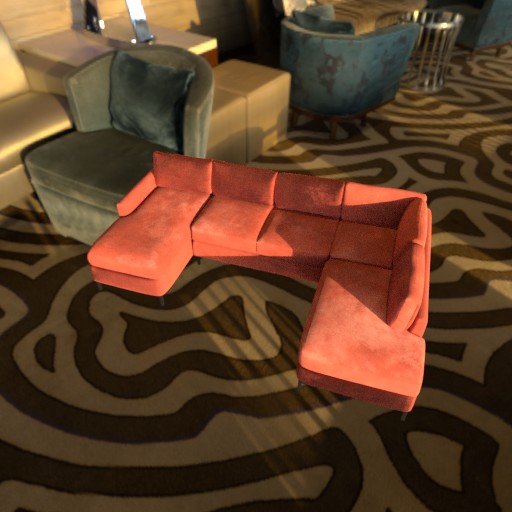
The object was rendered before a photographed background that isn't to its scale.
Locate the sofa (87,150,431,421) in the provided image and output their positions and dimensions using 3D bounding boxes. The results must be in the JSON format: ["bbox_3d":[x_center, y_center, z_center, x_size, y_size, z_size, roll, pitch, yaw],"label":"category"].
[{"bbox_3d":[0.000,0.000,4.002,2.971,0.858,1.981,12,42,14],"label":"sofa"}]
